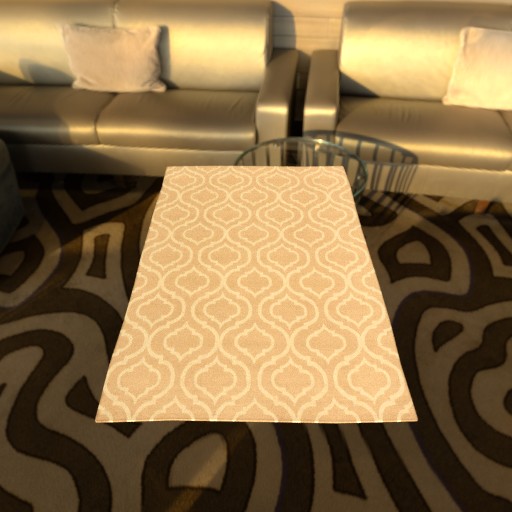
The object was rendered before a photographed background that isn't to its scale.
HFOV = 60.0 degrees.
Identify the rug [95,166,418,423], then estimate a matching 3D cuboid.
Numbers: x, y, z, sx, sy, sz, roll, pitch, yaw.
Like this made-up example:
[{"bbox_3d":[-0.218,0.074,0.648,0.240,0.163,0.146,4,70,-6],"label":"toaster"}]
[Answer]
[{"bbox_3d":[0.000,0.000,2.214,1.152,0.013,1.761,0,42,0],"label":"rug"}]
